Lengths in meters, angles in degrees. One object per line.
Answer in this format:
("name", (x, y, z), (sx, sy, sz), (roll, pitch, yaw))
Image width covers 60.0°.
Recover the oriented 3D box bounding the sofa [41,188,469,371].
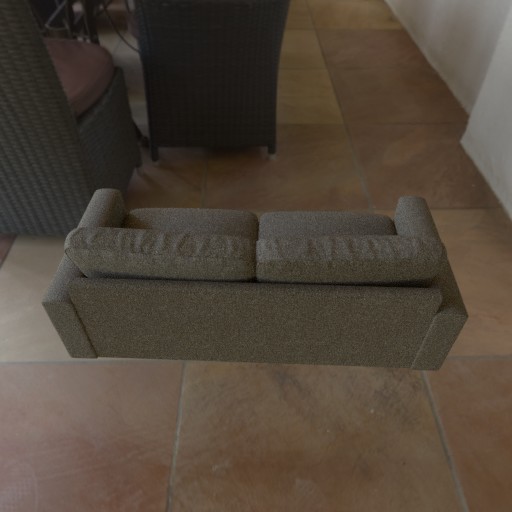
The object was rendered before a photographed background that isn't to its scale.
("sofa", (0.000, 0.000, 2.680), (2.179, 0.873, 1.016), (2, 45, 2))
